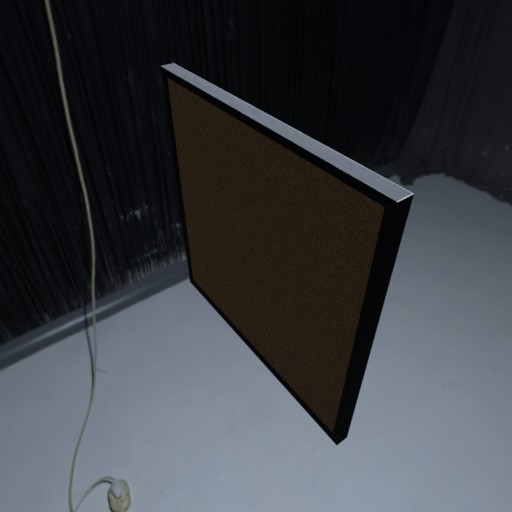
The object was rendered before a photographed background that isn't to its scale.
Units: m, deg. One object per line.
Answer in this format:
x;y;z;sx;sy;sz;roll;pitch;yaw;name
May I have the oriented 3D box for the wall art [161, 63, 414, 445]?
0.000;0.000;1.148;0.037;0.761;0.761;-26;47;-27;wall art
